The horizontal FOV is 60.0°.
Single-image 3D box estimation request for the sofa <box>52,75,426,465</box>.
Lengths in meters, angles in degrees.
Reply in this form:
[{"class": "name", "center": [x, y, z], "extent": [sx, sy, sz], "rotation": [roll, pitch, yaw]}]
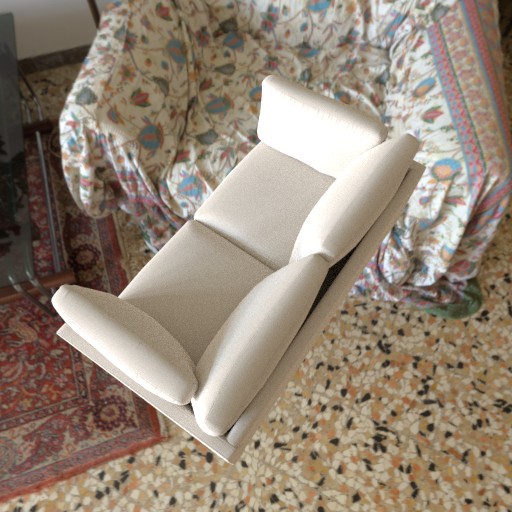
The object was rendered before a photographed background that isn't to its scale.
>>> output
[{"class": "sofa", "center": [0.000, 0.000, 2.309], "extent": [0.970, 0.836, 1.776], "rotation": [33, 68, 15]}]
